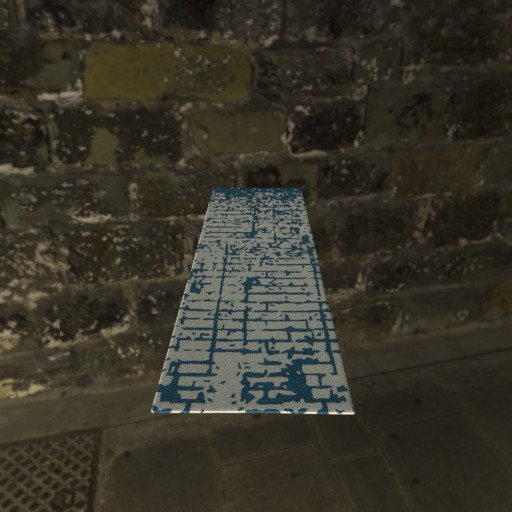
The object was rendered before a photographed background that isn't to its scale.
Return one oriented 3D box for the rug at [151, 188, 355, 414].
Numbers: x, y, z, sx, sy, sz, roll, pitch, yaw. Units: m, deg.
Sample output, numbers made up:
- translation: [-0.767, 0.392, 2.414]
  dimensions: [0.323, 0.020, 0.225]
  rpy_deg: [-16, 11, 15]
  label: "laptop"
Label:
- translation: [0.000, 0.000, 2.698]
  dimensions: [0.750, 0.011, 2.435]
  rpy_deg: [0, 28, 0]
  label: "rug"
